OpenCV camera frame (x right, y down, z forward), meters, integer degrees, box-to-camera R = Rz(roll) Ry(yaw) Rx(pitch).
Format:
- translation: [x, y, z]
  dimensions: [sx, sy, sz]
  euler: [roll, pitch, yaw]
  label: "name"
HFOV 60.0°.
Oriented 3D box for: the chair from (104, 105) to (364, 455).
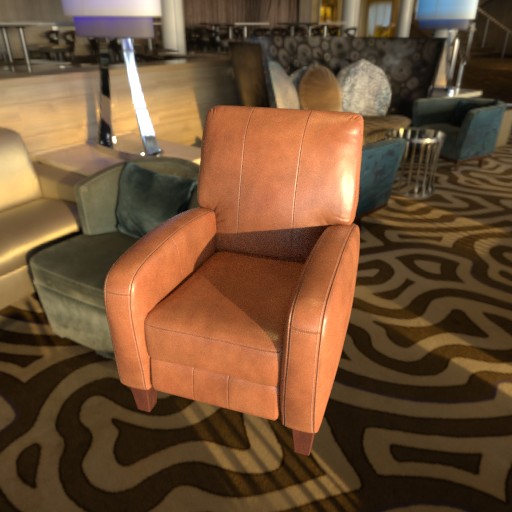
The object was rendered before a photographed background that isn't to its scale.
- translation: [0.000, 0.000, 1.716]
  dimensions: [0.762, 0.990, 0.990]
  euler: [9, 29, 16]
  label: "chair"
